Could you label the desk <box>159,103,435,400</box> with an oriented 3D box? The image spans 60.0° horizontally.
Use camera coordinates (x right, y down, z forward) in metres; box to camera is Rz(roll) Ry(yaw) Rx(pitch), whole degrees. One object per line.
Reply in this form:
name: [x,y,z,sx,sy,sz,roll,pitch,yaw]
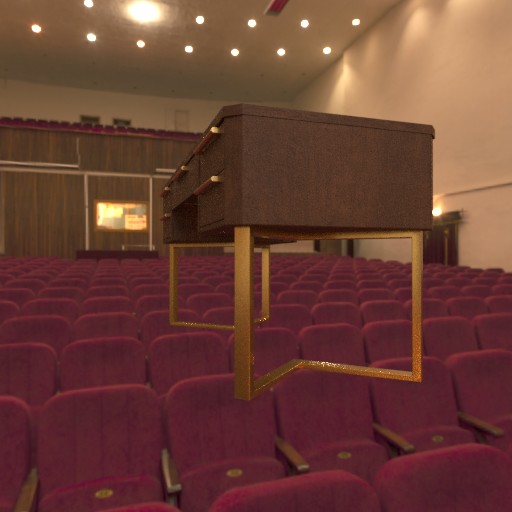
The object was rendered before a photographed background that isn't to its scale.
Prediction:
desk: [0.000,0.000,1.908,0.684,0.762,1.479,0,0,-18]
